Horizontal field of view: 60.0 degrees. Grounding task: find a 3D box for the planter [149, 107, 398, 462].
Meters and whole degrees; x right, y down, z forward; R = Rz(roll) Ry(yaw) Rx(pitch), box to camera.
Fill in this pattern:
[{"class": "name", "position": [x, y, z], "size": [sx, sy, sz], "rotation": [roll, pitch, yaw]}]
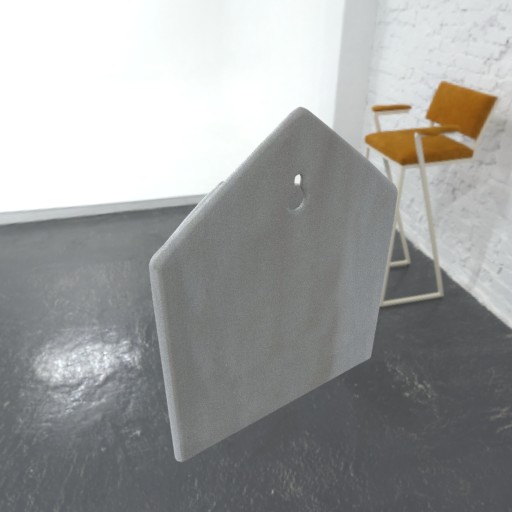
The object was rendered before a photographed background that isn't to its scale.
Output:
[{"class": "planter", "position": [0.000, 0.000, 0.280], "size": [0.163, 0.194, 0.080], "rotation": [-19, 35, -29]}]
